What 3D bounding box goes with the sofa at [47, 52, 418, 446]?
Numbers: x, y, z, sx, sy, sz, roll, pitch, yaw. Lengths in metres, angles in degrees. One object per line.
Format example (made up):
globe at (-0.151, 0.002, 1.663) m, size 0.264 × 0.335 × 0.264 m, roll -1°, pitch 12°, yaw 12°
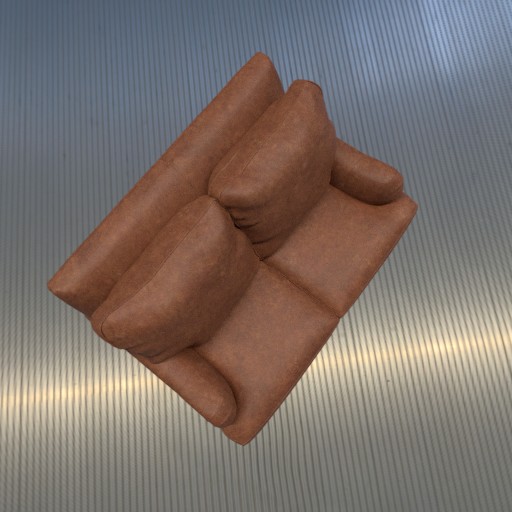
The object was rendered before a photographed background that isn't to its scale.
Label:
sofa at (0.000, 0.000, 2.241) m, size 1.077 × 1.004 × 1.527 m, roll 37°, pitch 78°, yaw 9°
